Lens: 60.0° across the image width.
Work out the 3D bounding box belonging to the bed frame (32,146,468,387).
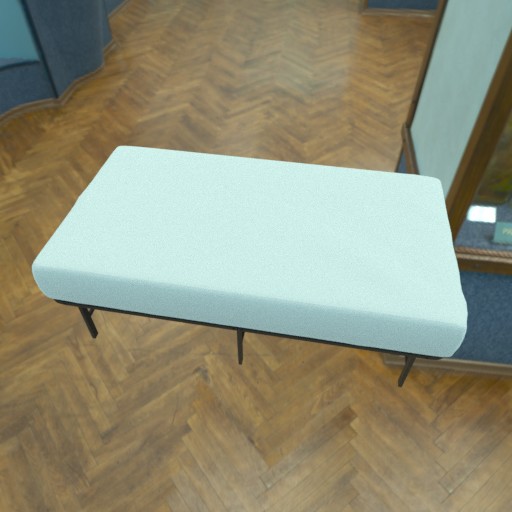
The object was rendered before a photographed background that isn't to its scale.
[{"bbox_3d":[0.000,0.000,2.384,1.908,0.640,1.025,7,46,7],"label":"bed frame"}]
